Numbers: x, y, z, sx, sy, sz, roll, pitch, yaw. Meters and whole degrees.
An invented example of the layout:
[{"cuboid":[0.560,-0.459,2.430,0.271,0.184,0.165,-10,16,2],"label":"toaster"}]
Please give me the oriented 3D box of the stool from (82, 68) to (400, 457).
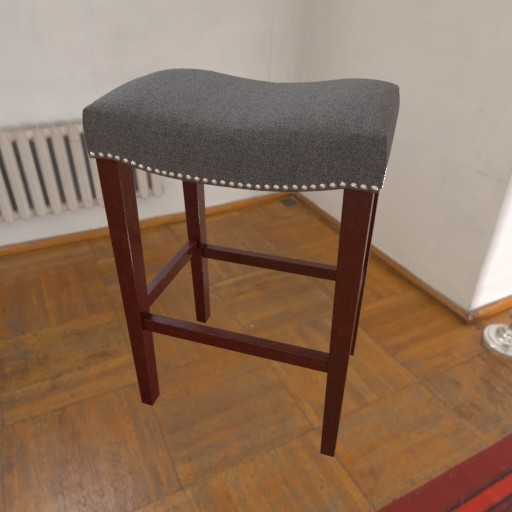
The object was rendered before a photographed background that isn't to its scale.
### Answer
[{"cuboid":[0.000,0.000,0.990,0.504,0.742,0.372,10,33,15],"label":"stool"}]
